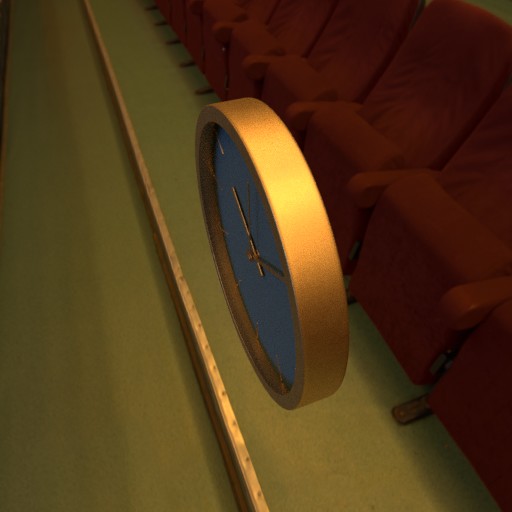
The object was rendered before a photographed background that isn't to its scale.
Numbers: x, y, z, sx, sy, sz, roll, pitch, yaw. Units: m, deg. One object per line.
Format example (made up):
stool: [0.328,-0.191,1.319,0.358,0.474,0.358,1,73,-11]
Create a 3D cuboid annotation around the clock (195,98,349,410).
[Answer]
clock: [0.000,0.000,0.468,0.040,0.314,0.314,-16,48,-15]
